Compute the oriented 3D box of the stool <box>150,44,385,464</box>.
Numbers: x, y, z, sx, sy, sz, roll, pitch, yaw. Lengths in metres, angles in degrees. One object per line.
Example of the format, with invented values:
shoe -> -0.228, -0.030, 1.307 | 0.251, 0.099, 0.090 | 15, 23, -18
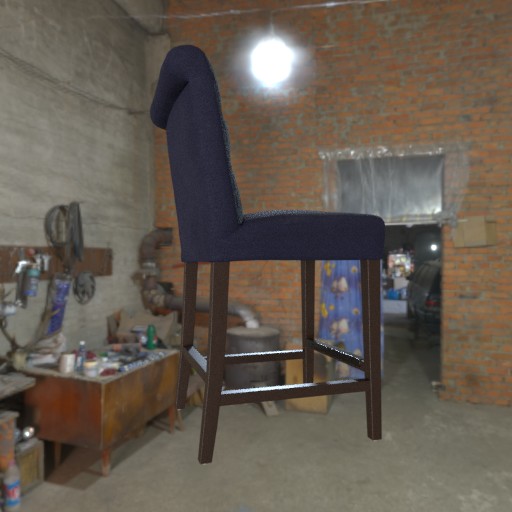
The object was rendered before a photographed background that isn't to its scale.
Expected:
stool -> 0.000, 0.000, 1.338 | 0.601, 1.010, 0.493 | 0, -1, -18
